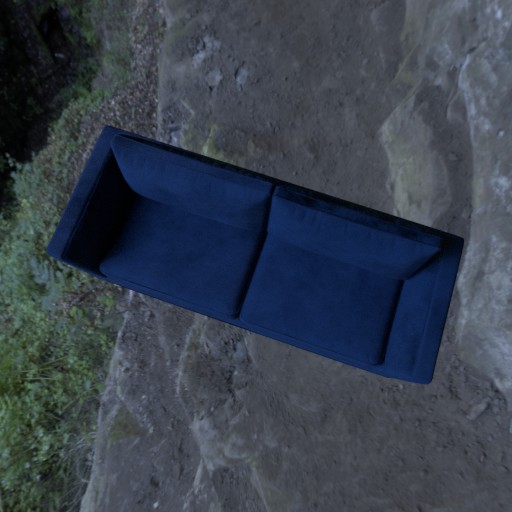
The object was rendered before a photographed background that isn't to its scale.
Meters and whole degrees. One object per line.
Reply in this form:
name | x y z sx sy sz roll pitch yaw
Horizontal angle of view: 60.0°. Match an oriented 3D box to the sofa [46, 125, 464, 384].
sofa | 0.000 0.000 2.715 2.212 0.998 0.853 18 77 4
